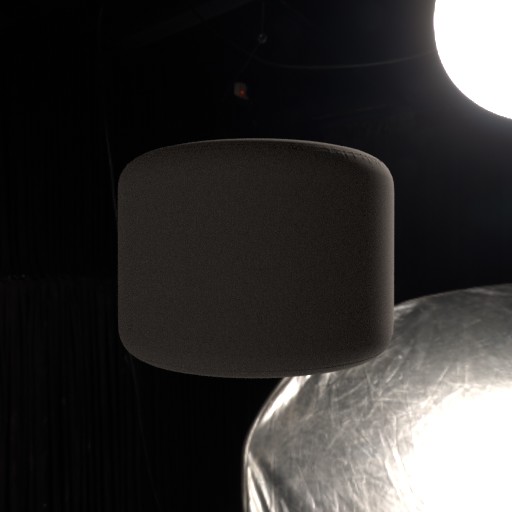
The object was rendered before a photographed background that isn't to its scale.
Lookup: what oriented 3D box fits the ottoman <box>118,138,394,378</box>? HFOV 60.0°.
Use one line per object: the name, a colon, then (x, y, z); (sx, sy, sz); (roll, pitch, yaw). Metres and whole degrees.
ottoman: (0.000, 0.000, 1.023); (0.608, 0.433, 0.608); (0, 0, 0)
